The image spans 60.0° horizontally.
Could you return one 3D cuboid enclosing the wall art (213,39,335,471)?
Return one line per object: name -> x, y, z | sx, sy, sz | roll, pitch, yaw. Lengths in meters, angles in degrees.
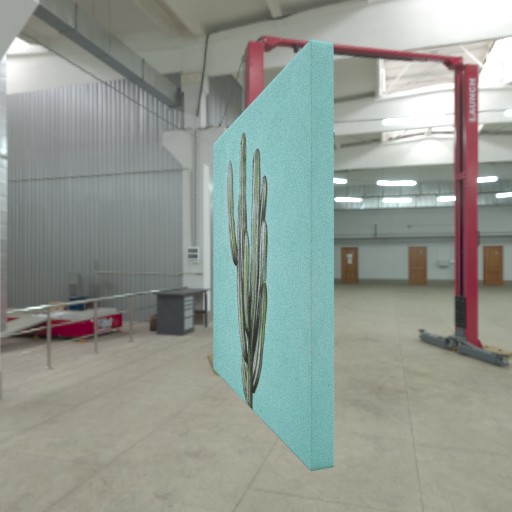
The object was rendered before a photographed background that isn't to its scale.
wall art -> 0.000, 0.000, 1.153 | 0.054, 0.766, 0.765 | 0, 0, -19
